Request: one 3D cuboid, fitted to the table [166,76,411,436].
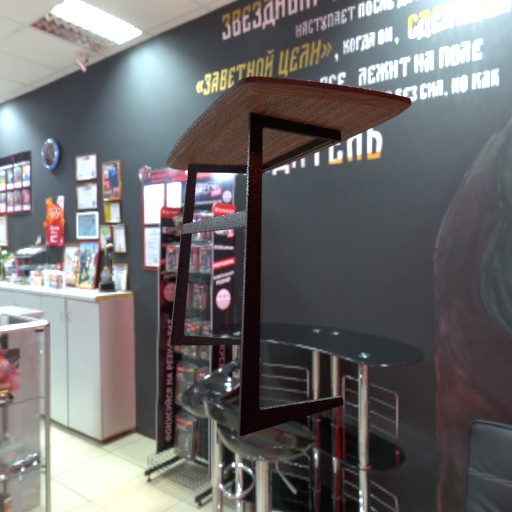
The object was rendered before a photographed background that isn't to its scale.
[{"bbox_3d":[0.000,0.000,1.106,0.361,0.576,0.804,-1,1,-20],"label":"table"}]
